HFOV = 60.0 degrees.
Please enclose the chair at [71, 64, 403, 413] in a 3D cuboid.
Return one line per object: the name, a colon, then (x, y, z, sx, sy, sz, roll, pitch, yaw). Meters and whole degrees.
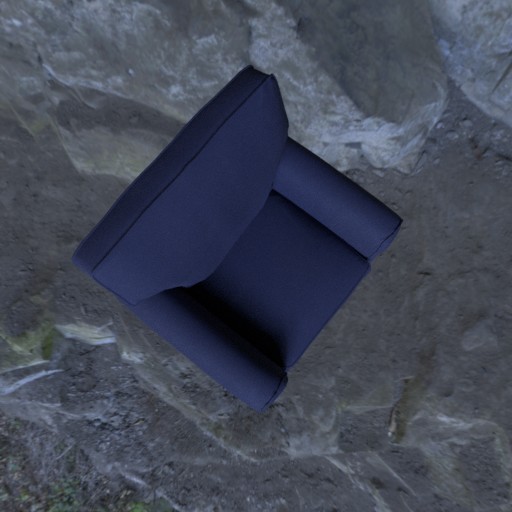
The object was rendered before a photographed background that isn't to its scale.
chair: (0.000, 0.000, 2.077, 1.002, 1.140, 1.119, 37, 78, 9)
